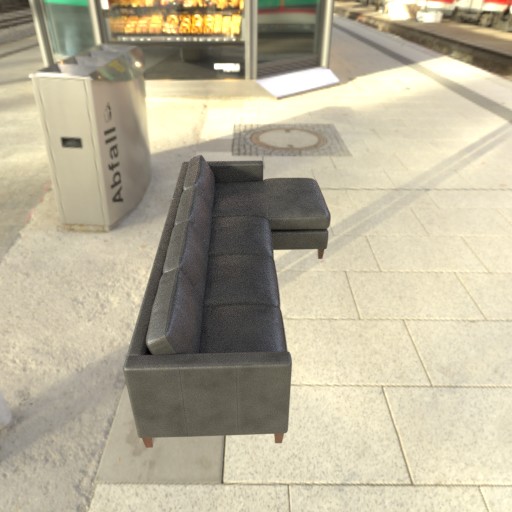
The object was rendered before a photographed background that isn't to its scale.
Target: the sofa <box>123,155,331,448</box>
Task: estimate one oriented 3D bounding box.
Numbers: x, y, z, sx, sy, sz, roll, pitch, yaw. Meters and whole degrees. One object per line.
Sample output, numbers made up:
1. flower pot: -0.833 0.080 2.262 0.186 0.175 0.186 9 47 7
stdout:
1. sofa: 0.000 0.000 3.943 1.581 0.883 3.203 -1 32 -2
